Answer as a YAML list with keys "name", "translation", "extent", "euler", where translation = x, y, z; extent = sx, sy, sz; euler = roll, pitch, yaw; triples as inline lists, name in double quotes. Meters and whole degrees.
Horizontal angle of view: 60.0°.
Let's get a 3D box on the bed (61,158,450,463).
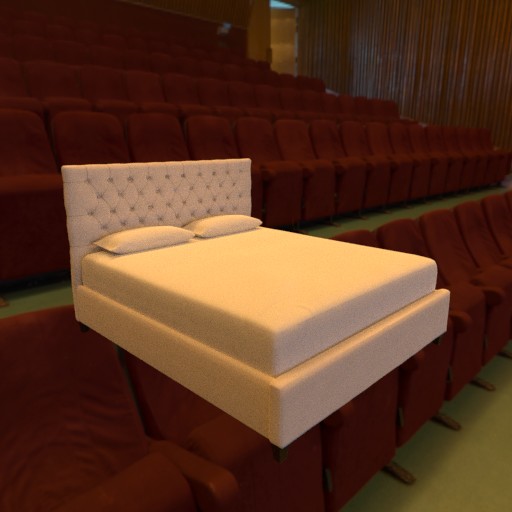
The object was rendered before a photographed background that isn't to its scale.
- name: "bed"
  translation: [0.000, 0.000, 3.588]
  extent: [2.387, 1.427, 2.078]
  euler: [14, 20, 43]
